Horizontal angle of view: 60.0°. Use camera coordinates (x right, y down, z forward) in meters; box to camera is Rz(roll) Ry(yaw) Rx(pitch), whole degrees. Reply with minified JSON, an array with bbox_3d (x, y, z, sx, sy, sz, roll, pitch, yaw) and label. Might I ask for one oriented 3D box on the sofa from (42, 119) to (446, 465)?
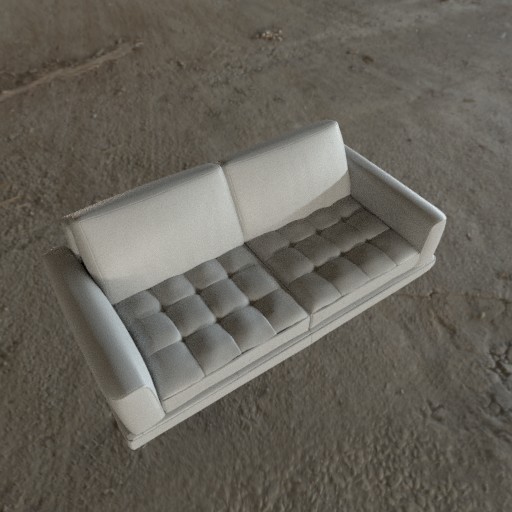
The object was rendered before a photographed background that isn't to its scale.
[{"bbox_3d":[0.000,0.000,2.654,2.177,0.930,1.121,-26,52,-22],"label":"sofa"}]
